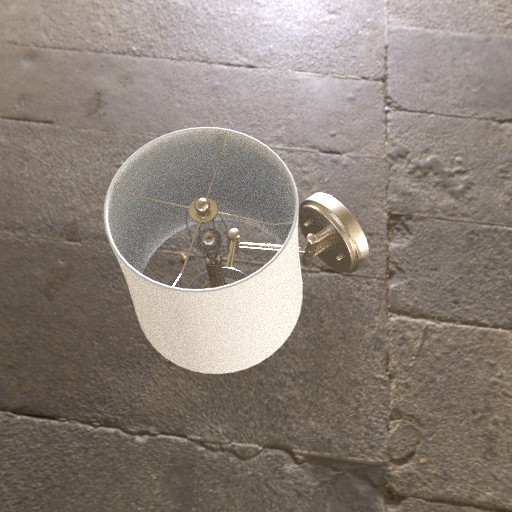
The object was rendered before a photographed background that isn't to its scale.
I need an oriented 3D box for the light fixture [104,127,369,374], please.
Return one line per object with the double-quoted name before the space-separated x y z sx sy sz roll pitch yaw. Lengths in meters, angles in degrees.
"light fixture" 0.000 0.000 0.589 0.348 0.381 0.223 -35 69 -16
